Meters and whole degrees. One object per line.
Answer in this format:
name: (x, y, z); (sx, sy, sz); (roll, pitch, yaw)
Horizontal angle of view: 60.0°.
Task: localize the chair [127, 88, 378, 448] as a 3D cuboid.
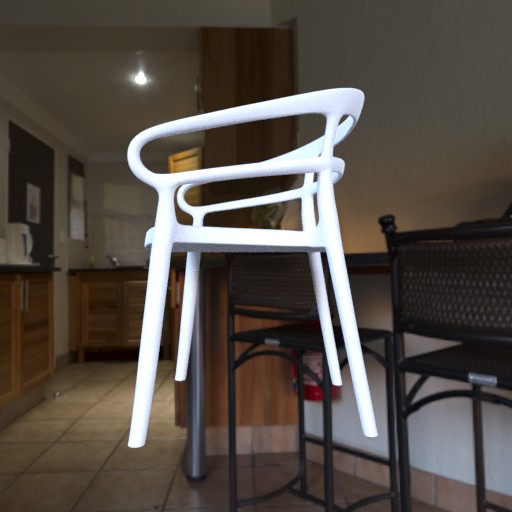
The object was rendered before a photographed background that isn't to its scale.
chair: (0.000, 0.000, 1.125); (0.527, 0.761, 0.559); (0, -1, 0)
